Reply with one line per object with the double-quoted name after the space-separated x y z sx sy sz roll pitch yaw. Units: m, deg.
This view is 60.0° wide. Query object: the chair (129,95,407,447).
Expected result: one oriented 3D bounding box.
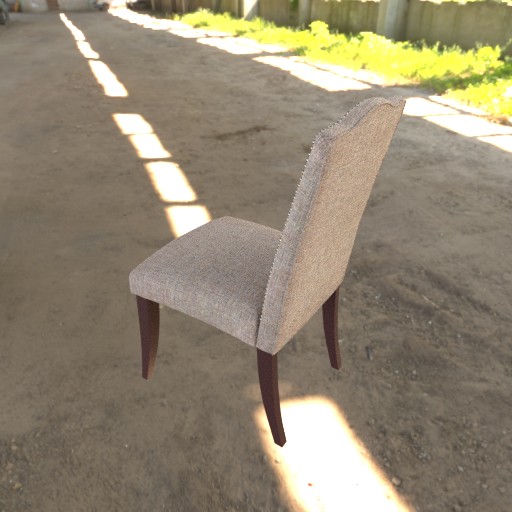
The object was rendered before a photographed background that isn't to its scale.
0.000 0.000 1.380 0.660 1.016 0.513 20 36 29 "chair"
